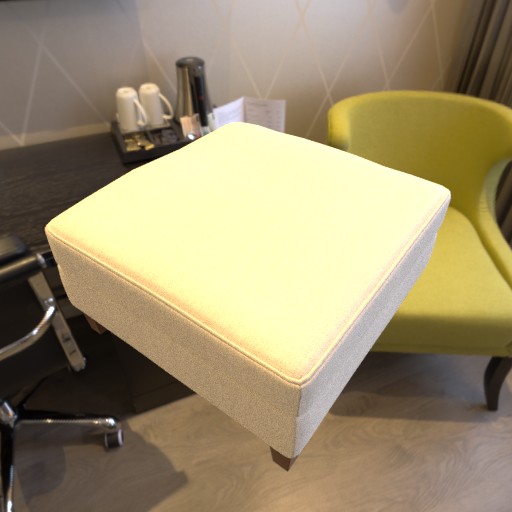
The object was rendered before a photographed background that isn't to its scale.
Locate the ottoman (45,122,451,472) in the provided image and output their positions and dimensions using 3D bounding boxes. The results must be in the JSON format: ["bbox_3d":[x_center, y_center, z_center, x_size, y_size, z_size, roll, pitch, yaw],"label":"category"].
[{"bbox_3d":[0.000,0.000,1.342,0.838,0.478,0.838,26,47,27],"label":"ottoman"}]
